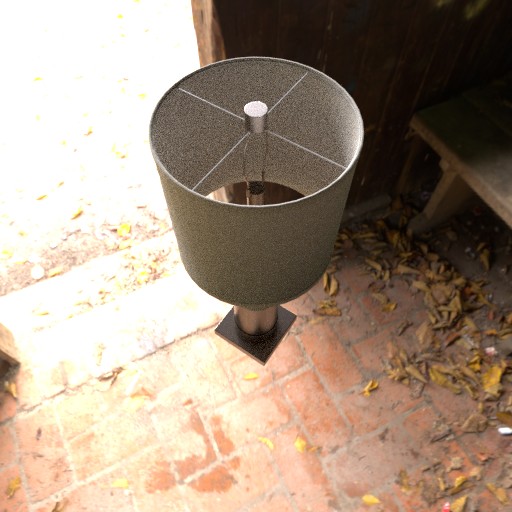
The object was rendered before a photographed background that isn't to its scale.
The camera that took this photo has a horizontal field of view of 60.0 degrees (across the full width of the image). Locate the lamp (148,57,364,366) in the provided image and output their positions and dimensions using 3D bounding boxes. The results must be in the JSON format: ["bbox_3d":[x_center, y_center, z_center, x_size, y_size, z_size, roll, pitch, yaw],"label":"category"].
[{"bbox_3d":[0.000,0.000,0.620,0.202,0.509,0.202,30,63,17],"label":"lamp"}]
